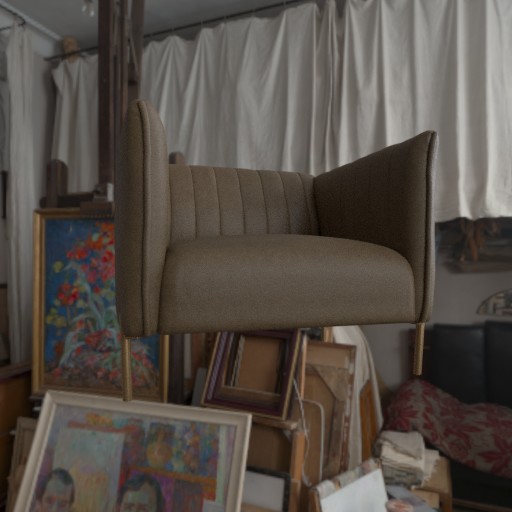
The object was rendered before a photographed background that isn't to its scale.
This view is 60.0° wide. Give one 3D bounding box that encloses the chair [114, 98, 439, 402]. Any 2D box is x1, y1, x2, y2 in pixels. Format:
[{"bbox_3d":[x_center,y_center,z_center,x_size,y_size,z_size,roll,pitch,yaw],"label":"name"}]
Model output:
[{"bbox_3d":[0.000,0.000,1.611,0.981,0.779,0.876,0,-1,-18],"label":"chair"}]
